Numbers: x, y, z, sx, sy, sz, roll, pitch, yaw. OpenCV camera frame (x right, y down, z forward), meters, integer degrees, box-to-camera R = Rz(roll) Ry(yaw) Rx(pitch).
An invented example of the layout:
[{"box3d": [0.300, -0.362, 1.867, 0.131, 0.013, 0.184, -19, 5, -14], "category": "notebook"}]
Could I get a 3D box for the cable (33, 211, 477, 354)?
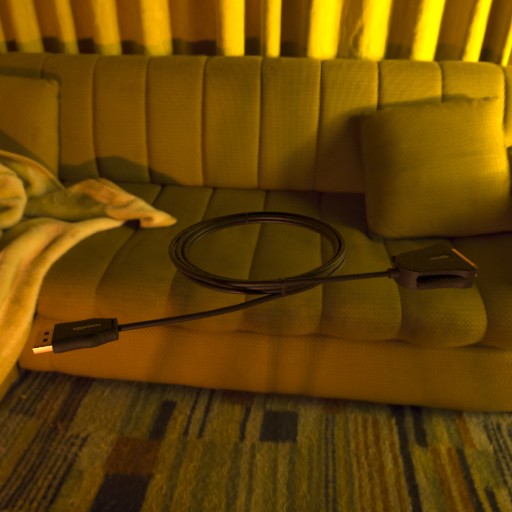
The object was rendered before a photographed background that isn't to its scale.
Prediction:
[{"box3d": [0.000, 0.000, 0.323, 0.281, 0.015, 0.136, -8, 31, -13], "category": "cable"}]
